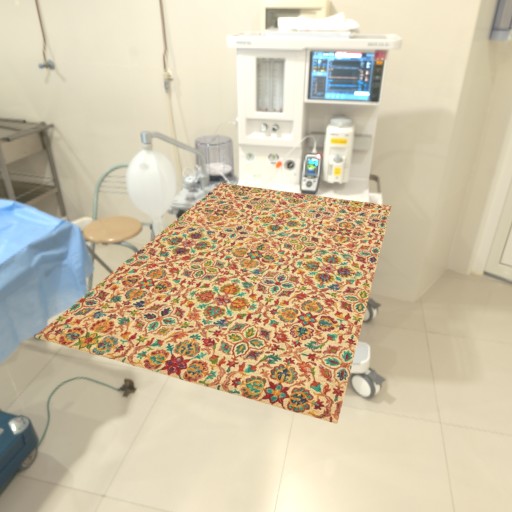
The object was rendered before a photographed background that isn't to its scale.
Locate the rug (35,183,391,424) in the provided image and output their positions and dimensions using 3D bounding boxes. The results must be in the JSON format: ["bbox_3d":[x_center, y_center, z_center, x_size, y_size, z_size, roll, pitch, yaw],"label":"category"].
[{"bbox_3d":[0.000,0.000,2.348,1.226,0.013,1.838,10,32,17],"label":"rug"}]
